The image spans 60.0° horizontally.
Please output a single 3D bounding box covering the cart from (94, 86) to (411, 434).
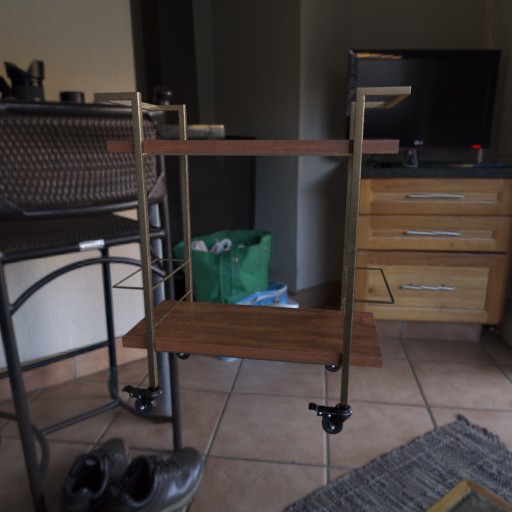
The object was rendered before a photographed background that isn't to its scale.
[{"bbox_3d":[0.000,0.000,1.194,0.695,0.807,0.364,2,14,10],"label":"cart"}]
